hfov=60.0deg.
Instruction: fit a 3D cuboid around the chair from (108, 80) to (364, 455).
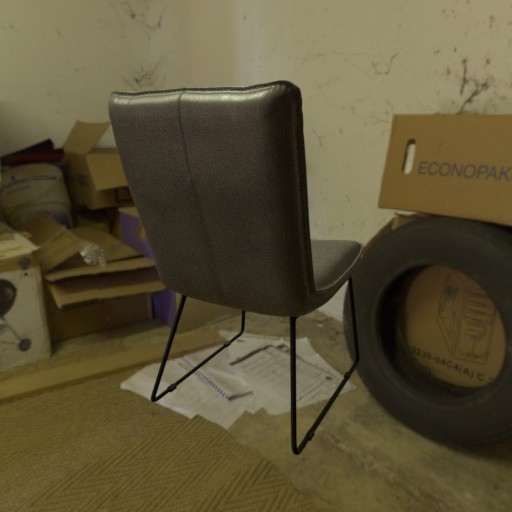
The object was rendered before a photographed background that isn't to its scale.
[{"bbox_3d":[0.000,0.000,1.354,0.515,0.932,0.688,9,18,27],"label":"chair"}]
